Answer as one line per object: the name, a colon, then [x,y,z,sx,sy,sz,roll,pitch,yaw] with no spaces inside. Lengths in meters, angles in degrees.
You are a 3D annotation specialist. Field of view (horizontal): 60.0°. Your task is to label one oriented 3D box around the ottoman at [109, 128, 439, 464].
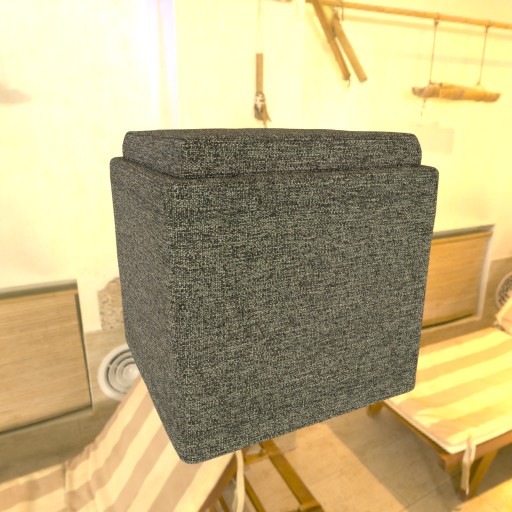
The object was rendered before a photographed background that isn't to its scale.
ottoman: [0.000,0.000,0.837,0.450,0.463,0.450,-8,19,-25]
